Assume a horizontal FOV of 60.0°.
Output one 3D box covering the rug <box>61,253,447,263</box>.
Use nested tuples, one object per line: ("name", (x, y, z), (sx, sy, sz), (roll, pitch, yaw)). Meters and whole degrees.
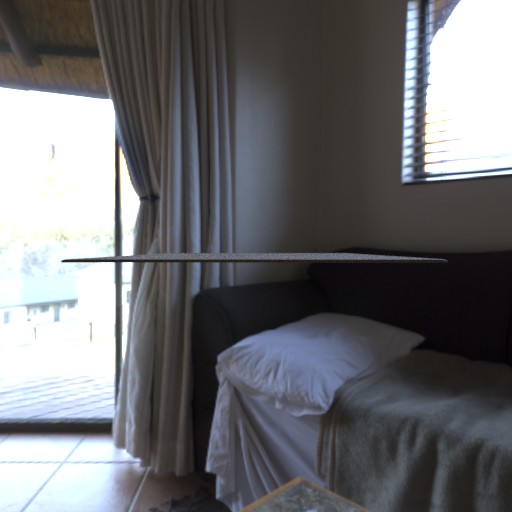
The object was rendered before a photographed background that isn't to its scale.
("rug", (0.000, 0.000, 2.779), (1.517, 0.013, 2.115), (0, 1, 1))
